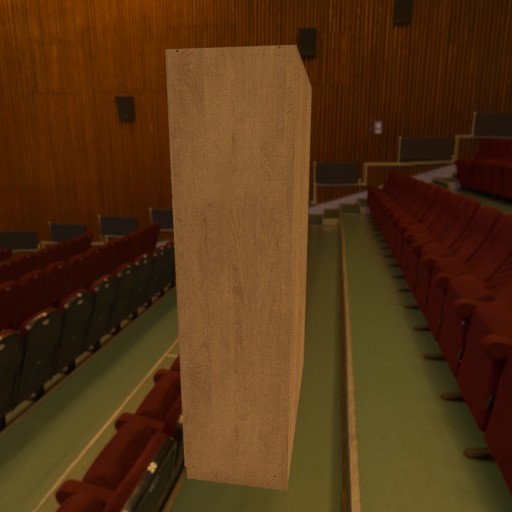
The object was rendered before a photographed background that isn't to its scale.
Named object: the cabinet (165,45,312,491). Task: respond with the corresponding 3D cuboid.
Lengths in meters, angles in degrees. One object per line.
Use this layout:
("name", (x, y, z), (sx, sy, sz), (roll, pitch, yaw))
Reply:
("cabinet", (0.000, 0.000, 2.484), (0.510, 1.910, 1.290), (2, 14, 9))
